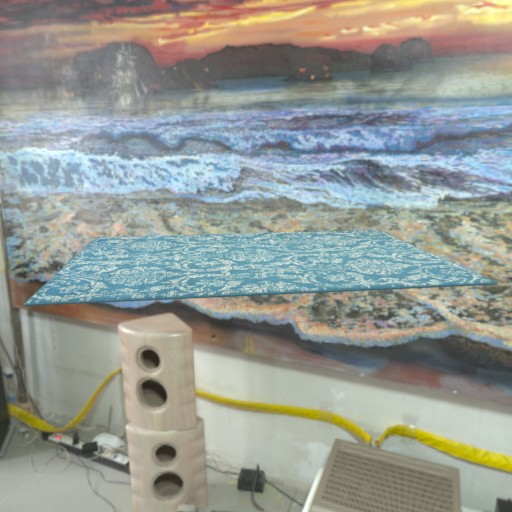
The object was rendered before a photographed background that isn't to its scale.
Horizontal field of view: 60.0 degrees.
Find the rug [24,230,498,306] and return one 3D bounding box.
[{"bbox_3d":[0.000,0.000,3.407,2.746,0.018,1.816,-2,14,-8],"label":"rug"}]
